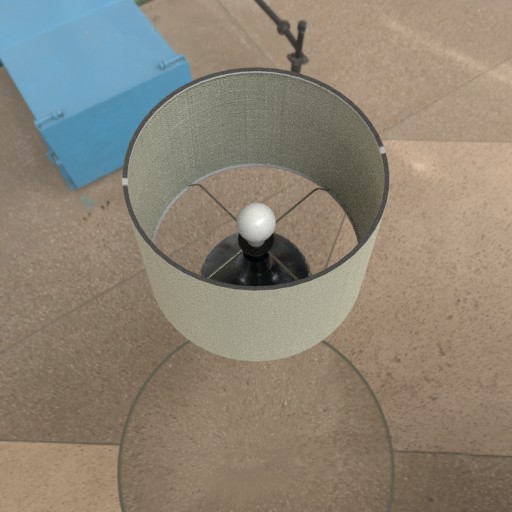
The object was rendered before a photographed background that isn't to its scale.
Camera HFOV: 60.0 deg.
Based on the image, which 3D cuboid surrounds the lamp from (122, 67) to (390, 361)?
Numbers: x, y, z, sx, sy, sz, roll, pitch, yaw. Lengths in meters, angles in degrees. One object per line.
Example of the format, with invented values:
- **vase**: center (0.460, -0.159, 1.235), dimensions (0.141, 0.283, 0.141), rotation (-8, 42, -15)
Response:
- **lamp**: center (0.000, 0.000, 0.786), dimensions (0.376, 0.540, 0.376), rotation (0, 66, 0)
